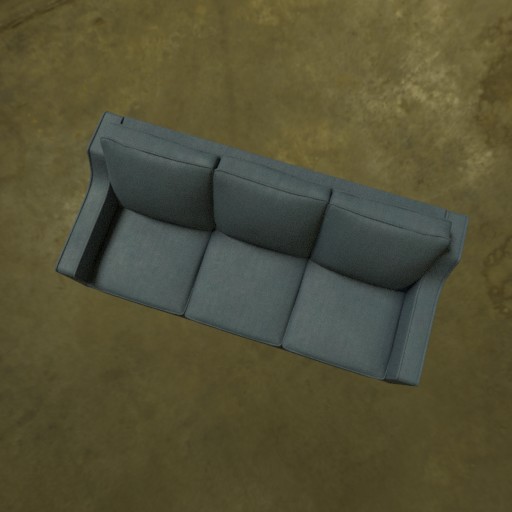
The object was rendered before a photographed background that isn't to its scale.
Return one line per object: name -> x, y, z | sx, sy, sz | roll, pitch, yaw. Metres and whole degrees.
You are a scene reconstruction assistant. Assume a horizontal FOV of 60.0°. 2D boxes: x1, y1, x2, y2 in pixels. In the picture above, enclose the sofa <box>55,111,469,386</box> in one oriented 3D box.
sofa -> 0.000, 0.000, 2.539 | 1.986, 0.974, 0.911 | 17, 77, 4
